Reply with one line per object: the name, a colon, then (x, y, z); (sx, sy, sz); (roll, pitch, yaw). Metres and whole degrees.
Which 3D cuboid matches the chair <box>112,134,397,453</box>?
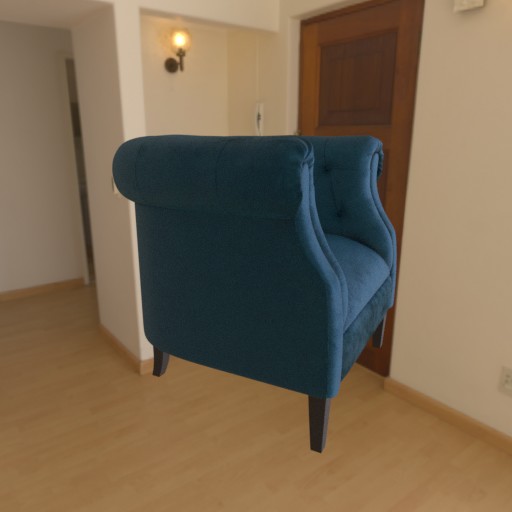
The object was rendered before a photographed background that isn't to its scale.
chair: (0.000, 0.000, 1.562); (0.851, 0.826, 0.904); (8, 17, 27)
